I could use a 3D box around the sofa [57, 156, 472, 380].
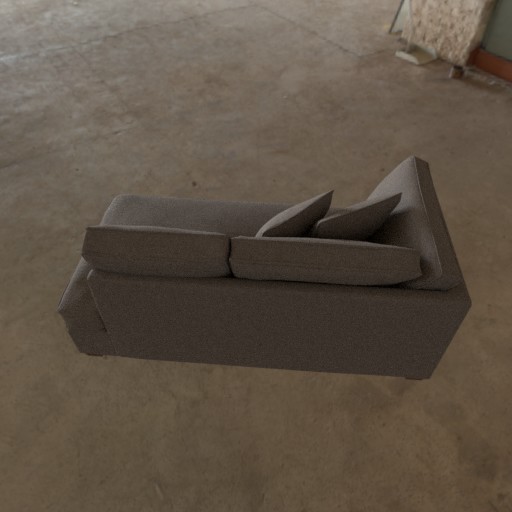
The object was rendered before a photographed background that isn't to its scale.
[{"bbox_3d":[0.000,0.000,2.830,2.237,1.033,1.110,3,46,3],"label":"sofa"}]
